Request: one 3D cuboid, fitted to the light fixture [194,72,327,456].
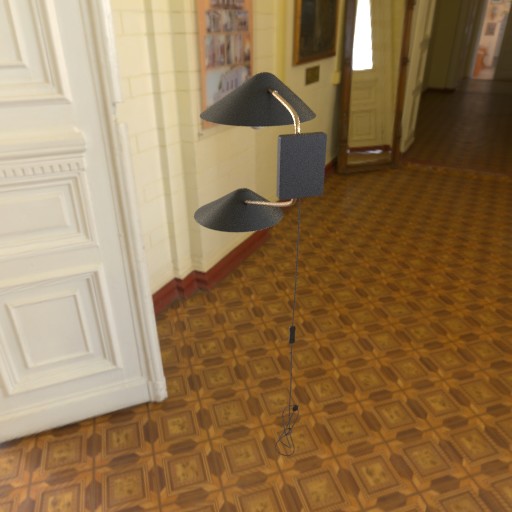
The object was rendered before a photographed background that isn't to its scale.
[{"bbox_3d":[0.000,0.000,0.853,0.189,0.665,0.422,-8,29,-15],"label":"light fixture"}]
